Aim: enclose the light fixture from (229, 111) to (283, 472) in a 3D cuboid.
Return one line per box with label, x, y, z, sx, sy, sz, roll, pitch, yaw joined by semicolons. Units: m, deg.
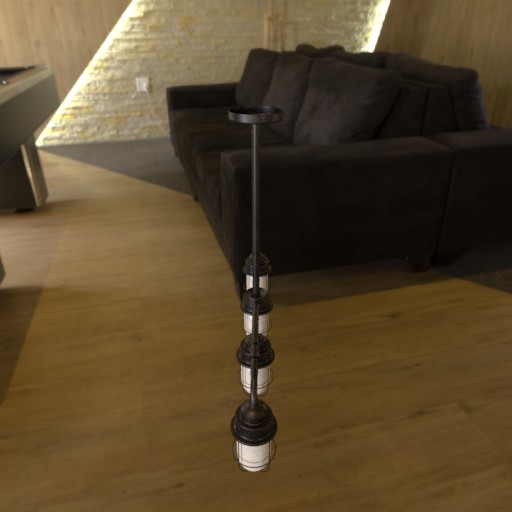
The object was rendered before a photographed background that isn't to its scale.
light fixture;0.000;0.000;1.239;0.131;0.785;0.852;0;27;1
